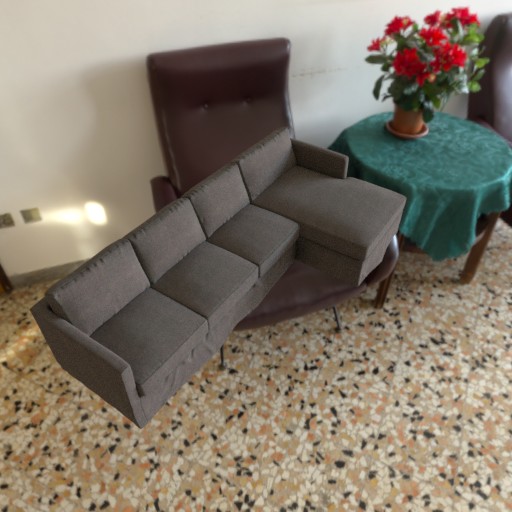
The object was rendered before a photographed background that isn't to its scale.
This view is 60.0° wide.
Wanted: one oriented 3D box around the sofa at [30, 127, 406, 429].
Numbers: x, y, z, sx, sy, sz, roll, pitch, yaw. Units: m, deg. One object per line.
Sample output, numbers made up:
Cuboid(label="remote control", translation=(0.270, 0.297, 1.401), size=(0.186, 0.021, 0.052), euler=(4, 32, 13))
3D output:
Cuboid(label="sofa", translation=(0.000, 0.000, 3.881), size=(1.650, 0.922, 3.205), euler=(25, 48, 25))
